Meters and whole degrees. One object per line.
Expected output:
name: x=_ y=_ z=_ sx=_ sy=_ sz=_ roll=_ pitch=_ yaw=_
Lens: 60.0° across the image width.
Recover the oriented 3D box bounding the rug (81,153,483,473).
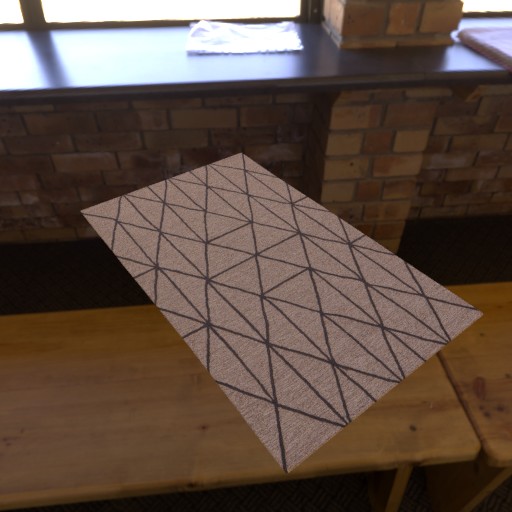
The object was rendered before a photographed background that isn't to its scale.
rug: x=0.000 y=0.000 z=3.022 sx=1.526 sy=0.008 sz=2.465 roll=-27 pitch=48 yaw=-27
